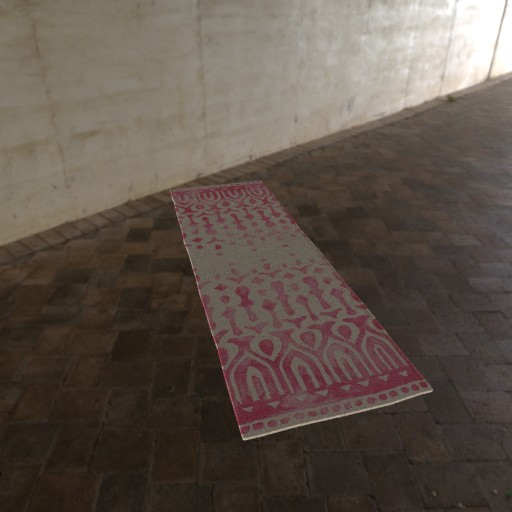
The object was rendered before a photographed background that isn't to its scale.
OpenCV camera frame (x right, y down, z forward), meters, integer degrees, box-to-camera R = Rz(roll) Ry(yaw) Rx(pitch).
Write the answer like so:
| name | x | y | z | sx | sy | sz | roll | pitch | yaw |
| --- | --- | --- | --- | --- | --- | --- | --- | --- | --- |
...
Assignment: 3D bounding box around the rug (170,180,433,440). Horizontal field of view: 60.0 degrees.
| name | x | y | z | sx | sy | sz | roll | pitch | yaw |
| --- | --- | --- | --- | --- | --- | --- | --- | --- | --- |
| rug | 0.000 | 0.000 | 2.659 | 0.787 | 0.011 | 2.458 | -8 | 31 | -13 |
